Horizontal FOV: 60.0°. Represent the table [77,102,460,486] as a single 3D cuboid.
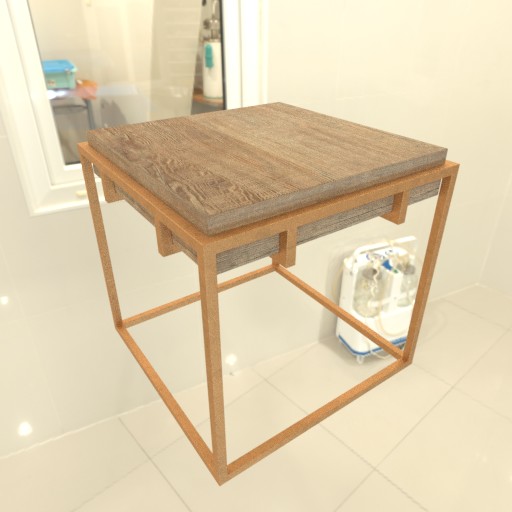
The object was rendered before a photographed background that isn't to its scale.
[{"bbox_3d":[0.000,0.000,1.102,0.599,0.584,0.599,-20,36,-30],"label":"table"}]
